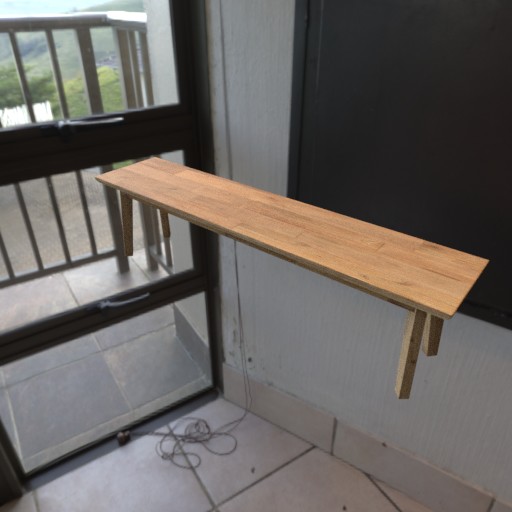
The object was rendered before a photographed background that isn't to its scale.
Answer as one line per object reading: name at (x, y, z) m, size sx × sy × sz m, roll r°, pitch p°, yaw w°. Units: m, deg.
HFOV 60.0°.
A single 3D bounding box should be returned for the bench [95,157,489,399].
bench at (0.000, 0.000, 1.920) m, size 1.698 × 0.431 × 0.378 m, roll 23°, pitch 38°, yaw 32°
